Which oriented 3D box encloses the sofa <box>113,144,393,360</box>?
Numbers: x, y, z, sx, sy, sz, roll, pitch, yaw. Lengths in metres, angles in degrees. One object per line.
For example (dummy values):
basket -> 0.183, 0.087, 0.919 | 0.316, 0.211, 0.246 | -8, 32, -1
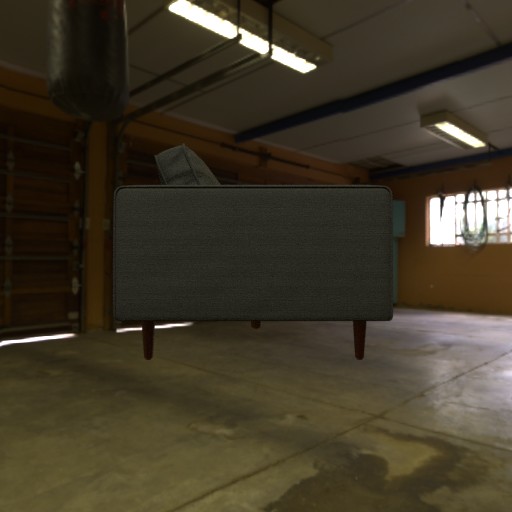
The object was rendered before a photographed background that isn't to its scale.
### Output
sofa -> 0.000, 0.000, 2.324 | 0.914, 0.759, 1.875 | 0, -1, 0
